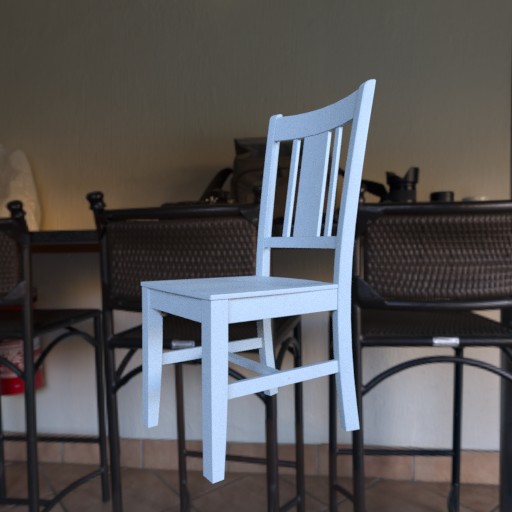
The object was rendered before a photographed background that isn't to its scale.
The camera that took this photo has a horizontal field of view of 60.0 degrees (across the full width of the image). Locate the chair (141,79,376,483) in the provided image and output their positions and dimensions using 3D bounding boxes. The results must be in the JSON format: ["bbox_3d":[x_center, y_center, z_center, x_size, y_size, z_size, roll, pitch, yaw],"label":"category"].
[{"bbox_3d":[0.000,0.000,1.296,0.555,0.998,0.450,-1,2,-36],"label":"chair"}]
